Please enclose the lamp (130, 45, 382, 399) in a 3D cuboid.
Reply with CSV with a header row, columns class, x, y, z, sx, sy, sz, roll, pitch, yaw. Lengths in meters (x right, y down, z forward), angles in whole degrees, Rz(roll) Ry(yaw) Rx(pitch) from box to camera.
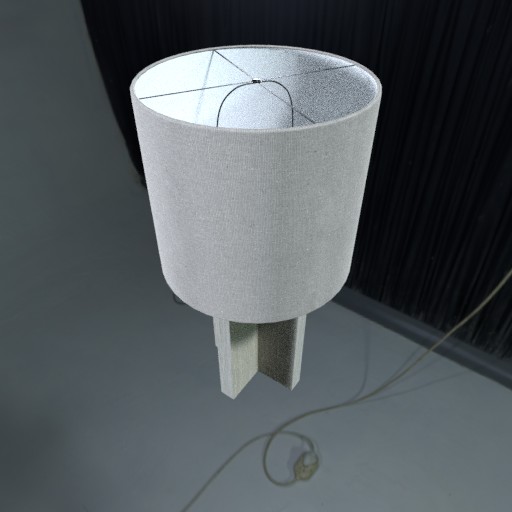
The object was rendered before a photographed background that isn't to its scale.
class,x,y,z,sx,sy,sz,roll,pitch,yaw
lamp,0.000,0.000,0.547,0.229,0.428,0.229,24,46,26
